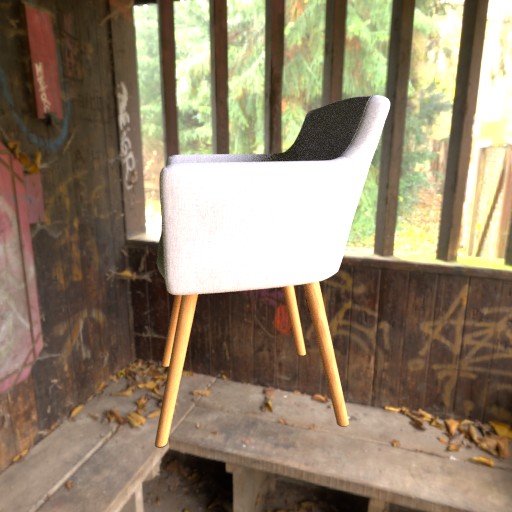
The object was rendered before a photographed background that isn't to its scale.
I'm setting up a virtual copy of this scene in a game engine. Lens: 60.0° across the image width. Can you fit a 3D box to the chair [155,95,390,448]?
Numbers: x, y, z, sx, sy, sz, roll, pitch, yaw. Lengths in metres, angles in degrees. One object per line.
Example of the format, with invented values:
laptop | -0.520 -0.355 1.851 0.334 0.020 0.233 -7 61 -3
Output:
chair | 0.000 0.000 1.149 0.540 0.780 0.570 -2 15 -10
